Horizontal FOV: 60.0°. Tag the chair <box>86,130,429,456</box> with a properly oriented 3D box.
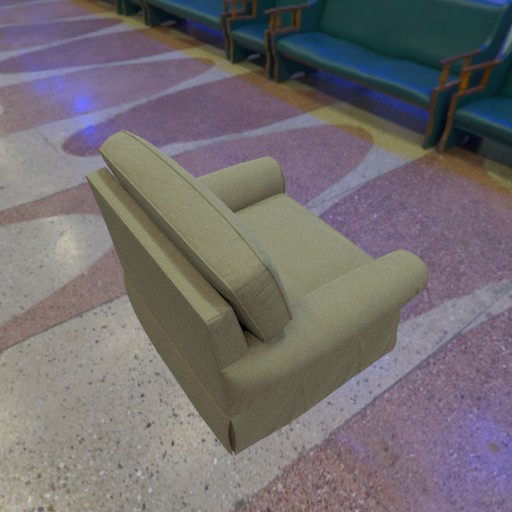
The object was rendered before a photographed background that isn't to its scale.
[{"bbox_3d":[0.000,0.000,1.903,0.988,1.017,1.135,-26,48,-26],"label":"chair"}]
